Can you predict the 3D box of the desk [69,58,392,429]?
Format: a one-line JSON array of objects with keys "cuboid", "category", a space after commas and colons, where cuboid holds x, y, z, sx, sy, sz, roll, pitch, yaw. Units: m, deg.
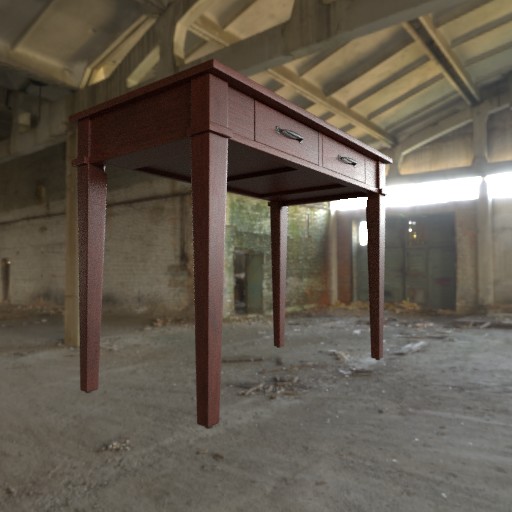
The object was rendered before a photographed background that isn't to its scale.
[{"cuboid": [0.000, 0.000, 1.449, 0.549, 0.762, 1.001, -2, -3, 37], "category": "desk"}]
